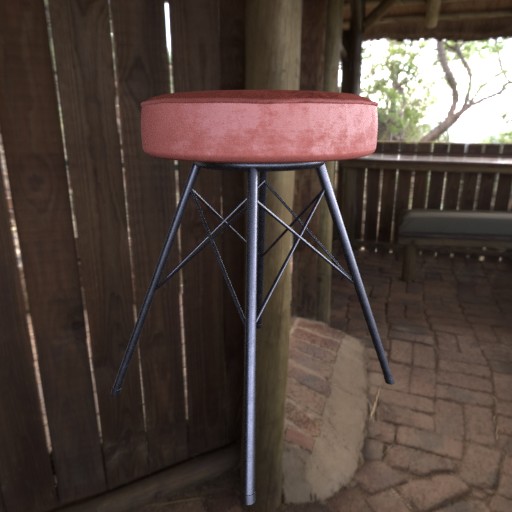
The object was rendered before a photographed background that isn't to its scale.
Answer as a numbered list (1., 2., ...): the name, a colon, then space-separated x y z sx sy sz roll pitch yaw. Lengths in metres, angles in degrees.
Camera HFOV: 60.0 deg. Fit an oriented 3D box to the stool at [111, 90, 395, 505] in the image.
1. stool: 0.000 0.000 0.865 0.421 0.593 0.457 16 23 42
